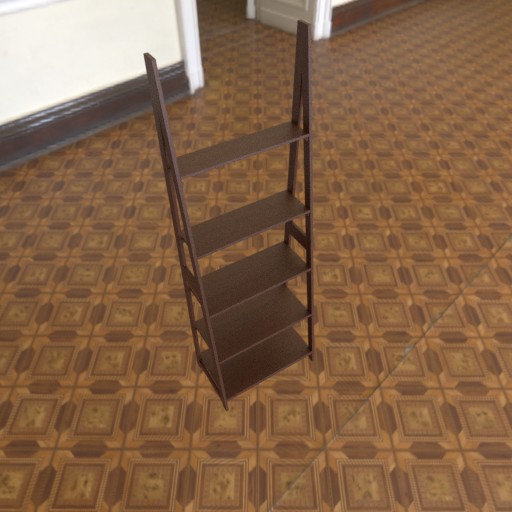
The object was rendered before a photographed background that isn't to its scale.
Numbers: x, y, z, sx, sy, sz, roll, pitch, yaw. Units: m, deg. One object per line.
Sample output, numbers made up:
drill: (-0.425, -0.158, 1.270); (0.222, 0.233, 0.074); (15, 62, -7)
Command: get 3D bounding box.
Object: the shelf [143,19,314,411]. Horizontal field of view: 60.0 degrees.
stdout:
shelf: (0.000, 0.000, 1.986); (0.600, 1.770, 0.350); (-24, 50, -22)
